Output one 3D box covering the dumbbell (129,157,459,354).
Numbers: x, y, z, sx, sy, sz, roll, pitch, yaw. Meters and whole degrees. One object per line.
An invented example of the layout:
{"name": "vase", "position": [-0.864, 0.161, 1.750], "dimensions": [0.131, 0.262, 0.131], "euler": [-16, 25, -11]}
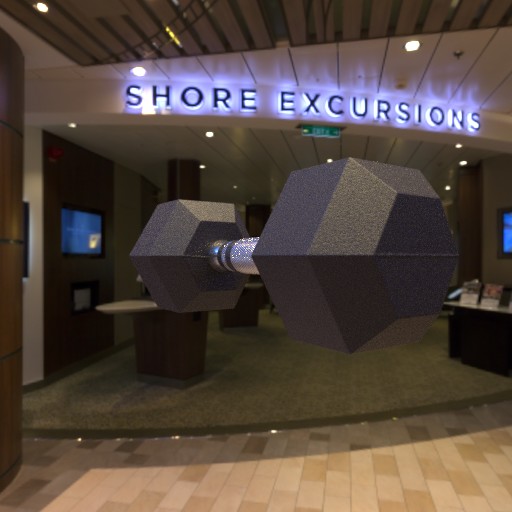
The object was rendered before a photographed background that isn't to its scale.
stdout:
{"name": "dumbbell", "position": [0.000, 0.000, 0.421], "dimensions": [0.141, 0.123, 0.356], "euler": [0, 0, -35]}
